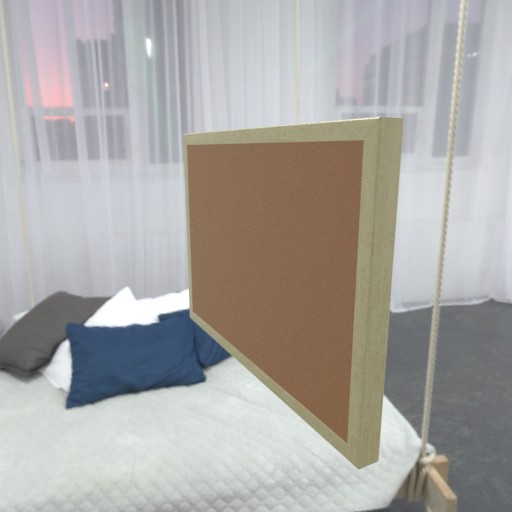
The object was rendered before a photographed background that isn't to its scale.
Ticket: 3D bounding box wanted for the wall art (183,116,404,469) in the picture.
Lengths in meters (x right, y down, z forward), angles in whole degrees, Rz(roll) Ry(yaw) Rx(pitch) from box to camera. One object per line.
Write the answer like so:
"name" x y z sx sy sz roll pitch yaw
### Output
"wall art" 0.000 0.000 0.689 0.032 0.381 0.533 -7 15 -28
